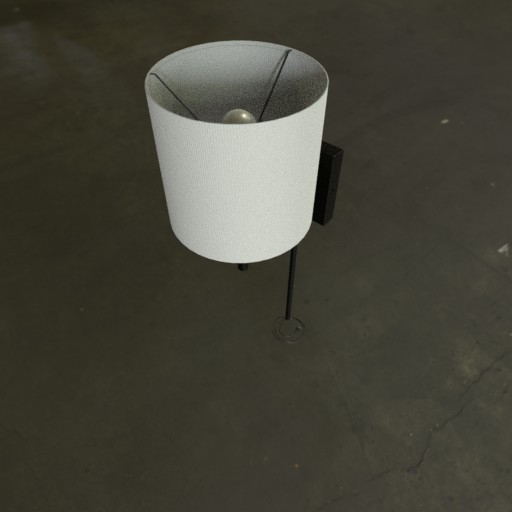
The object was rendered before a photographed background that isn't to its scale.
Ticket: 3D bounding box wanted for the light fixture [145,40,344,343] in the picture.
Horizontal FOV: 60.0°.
[{"bbox_3d":[0.000,0.000,0.687,0.188,0.589,0.248,32,55,26],"label":"light fixture"}]
